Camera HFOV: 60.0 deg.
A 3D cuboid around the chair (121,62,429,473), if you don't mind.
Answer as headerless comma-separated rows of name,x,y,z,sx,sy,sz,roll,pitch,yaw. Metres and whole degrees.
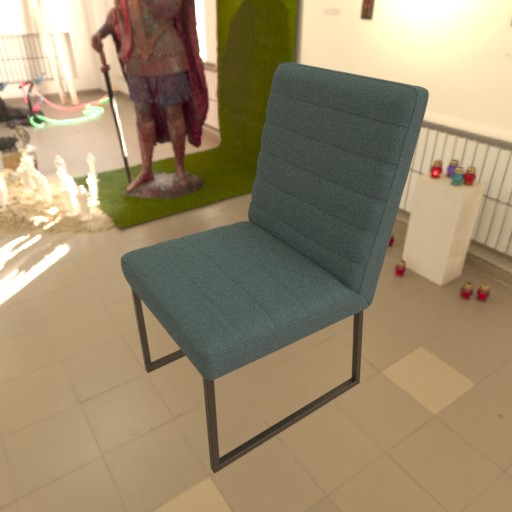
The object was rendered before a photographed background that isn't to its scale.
chair,0.000,0.000,1.256,0.634,0.930,0.520,-20,37,-29
